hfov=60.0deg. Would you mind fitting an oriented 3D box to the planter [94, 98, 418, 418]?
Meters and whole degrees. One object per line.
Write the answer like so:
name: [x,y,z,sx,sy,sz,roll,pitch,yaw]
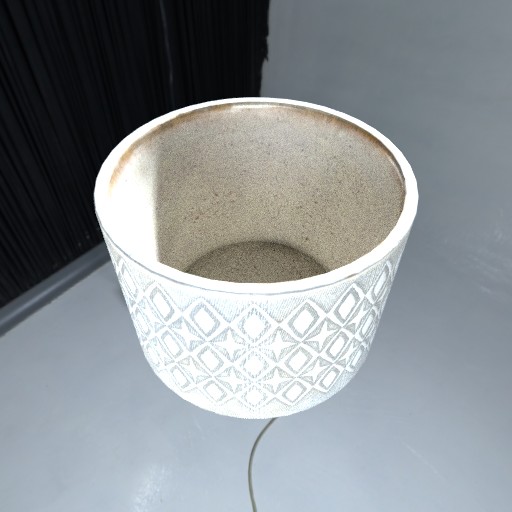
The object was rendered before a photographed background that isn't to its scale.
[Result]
planter: [0.000,0.000,0.313,0.186,0.144,0.186,0,46,0]
